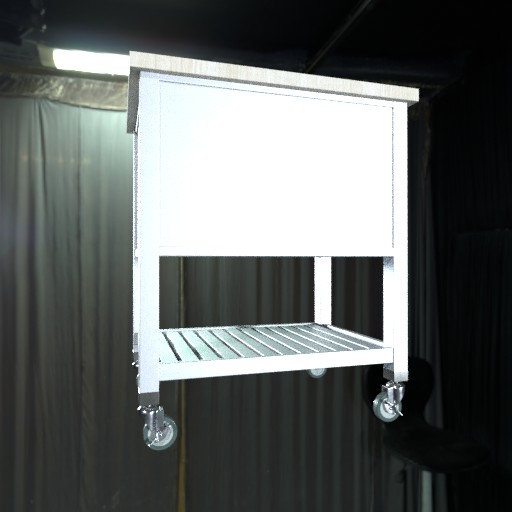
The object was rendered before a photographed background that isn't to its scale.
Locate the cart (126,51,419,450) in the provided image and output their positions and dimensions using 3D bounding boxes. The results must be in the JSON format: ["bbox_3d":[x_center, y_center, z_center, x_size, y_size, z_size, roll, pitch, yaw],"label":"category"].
[{"bbox_3d":[0.000,0.000,1.367,0.762,0.914,0.559,0,0,-17],"label":"cart"}]
